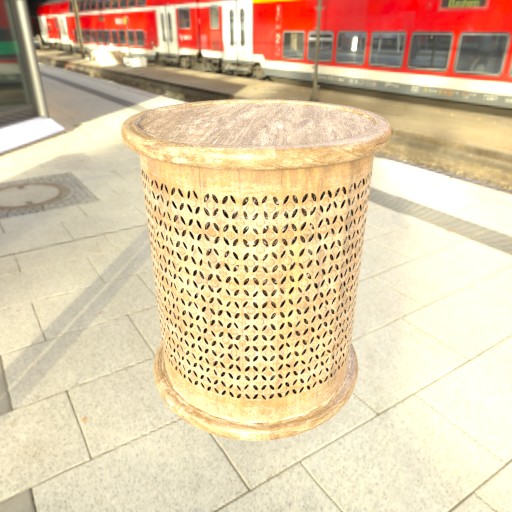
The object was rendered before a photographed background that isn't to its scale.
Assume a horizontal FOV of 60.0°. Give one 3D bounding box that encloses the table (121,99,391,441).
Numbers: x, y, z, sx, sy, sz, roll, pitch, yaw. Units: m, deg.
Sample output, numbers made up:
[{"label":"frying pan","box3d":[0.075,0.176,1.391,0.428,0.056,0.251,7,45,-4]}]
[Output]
[{"label":"table","box3d":[0.000,0.000,0.796,0.407,0.482,0.407,0,27,0]}]
